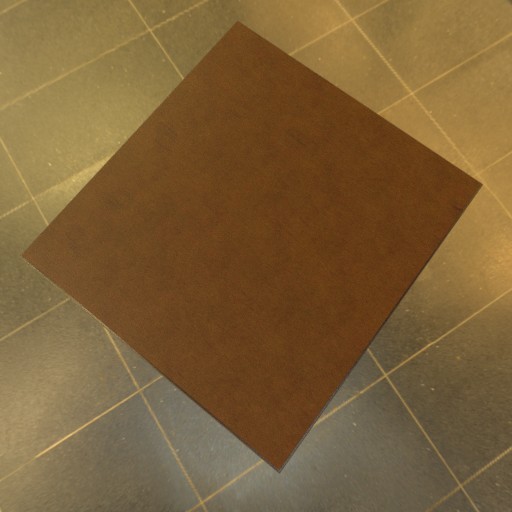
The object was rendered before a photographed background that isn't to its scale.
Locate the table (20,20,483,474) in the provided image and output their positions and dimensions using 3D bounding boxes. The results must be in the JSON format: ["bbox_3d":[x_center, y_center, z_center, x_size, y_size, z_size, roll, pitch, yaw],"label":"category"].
[{"bbox_3d":[0.000,0.000,1.043,0.560,0.562,0.602,37,79,8],"label":"table"}]
